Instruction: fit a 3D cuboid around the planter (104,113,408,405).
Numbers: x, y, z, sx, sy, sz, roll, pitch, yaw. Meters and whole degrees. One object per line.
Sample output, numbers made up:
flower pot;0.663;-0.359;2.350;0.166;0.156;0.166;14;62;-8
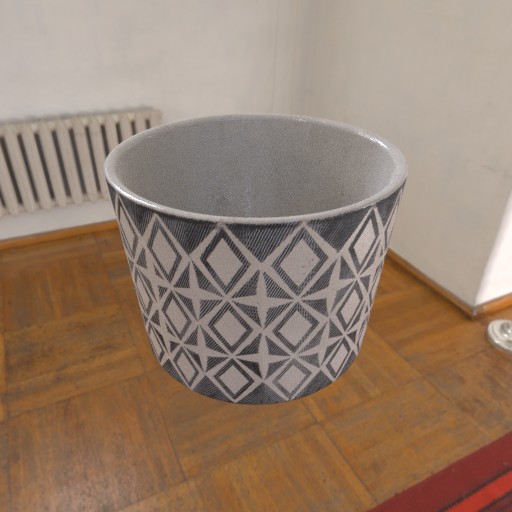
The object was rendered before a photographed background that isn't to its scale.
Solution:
planter;0.000;0.000;0.453;0.260;0.220;0.260;0;33;0
